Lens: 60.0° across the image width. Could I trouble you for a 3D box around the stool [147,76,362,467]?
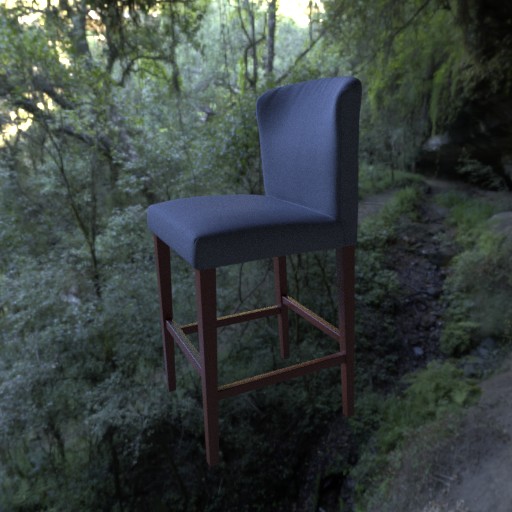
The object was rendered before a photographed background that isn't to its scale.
[{"bbox_3d":[0.000,0.000,1.398,0.568,1.069,0.481,-9,19,-26],"label":"stool"}]
